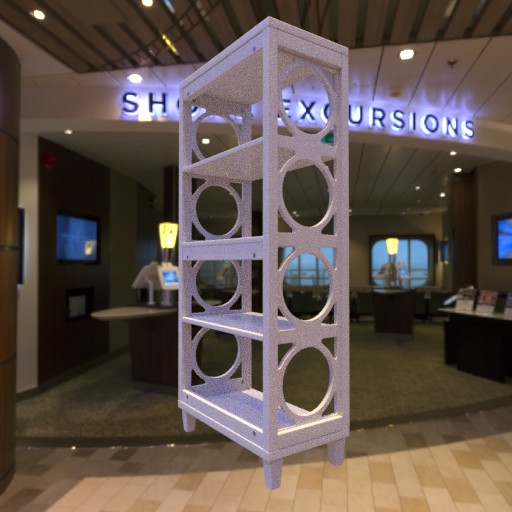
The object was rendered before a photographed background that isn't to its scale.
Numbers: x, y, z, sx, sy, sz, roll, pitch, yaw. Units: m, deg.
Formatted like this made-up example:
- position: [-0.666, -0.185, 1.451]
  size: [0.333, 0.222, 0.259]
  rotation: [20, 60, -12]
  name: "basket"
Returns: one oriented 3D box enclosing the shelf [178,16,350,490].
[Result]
- position: [0.000, 0.000, 1.648]
  size: [0.340, 1.411, 0.611]
  rotation: [1, -1, -35]
  name: "shelf"
